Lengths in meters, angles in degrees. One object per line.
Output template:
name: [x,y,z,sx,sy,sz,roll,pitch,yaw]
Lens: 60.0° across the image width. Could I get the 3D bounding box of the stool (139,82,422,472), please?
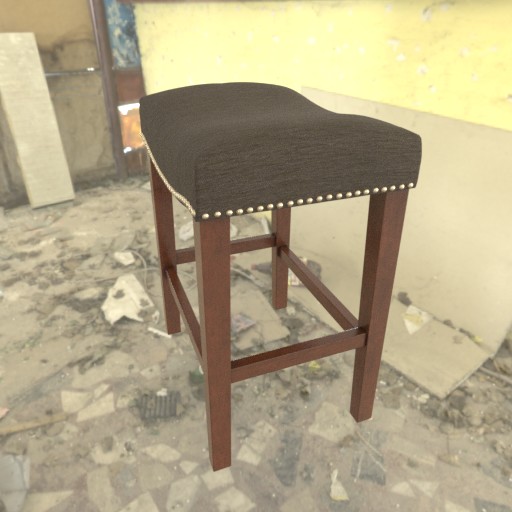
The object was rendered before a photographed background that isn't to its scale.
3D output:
stool: [0.000,0.000,0.963,0.372,0.654,0.504,-11,31,-18]
